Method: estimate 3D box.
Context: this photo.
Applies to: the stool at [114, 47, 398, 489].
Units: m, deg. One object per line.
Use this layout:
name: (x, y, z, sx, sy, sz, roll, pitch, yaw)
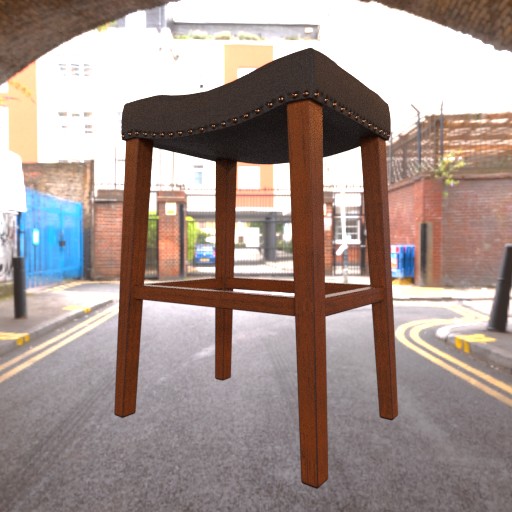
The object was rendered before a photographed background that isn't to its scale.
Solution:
stool: (0.000, 0.000, 0.841, 0.439, 0.612, 0.320, 1, 1, 36)
